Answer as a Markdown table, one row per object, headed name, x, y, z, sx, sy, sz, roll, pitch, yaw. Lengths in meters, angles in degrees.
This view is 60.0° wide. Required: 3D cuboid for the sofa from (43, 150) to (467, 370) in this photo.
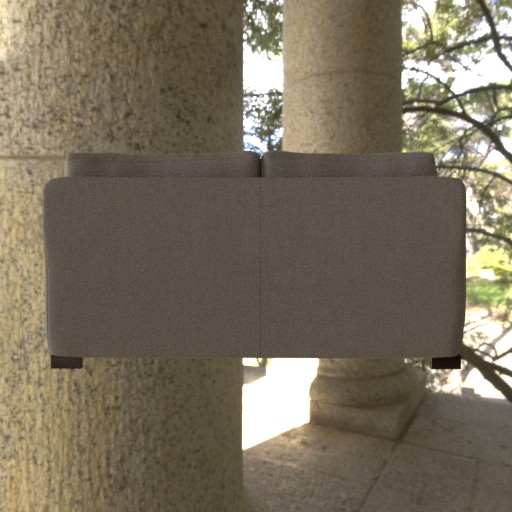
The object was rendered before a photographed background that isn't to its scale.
| name | x | y | z | sx | sy | sz | roll | pitch | yaw |
| --- | --- | --- | --- | --- | --- | --- | --- | --- | --- |
| sofa | 0.000 | 0.000 | 2.376 | 1.855 | 0.980 | 0.962 | 0 | 1 | 0 |
